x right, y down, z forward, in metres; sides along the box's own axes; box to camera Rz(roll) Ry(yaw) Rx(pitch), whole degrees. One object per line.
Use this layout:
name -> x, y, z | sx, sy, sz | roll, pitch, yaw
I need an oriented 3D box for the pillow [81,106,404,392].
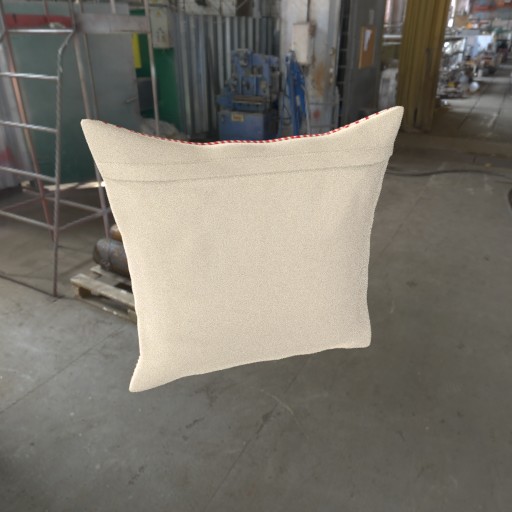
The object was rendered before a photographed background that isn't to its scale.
pillow -> 0.000, 0.000, 0.722 | 0.463, 0.454, 0.160 | -7, 28, -14
